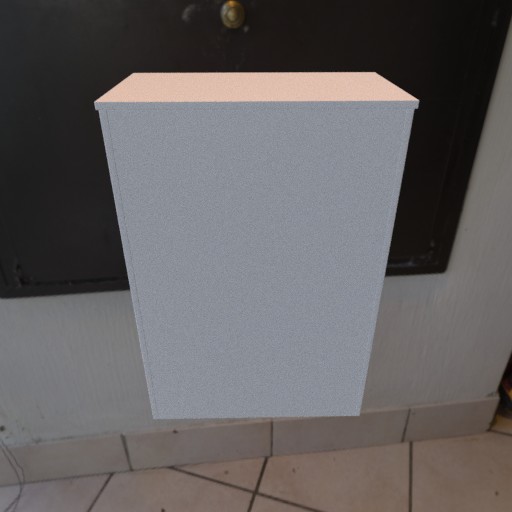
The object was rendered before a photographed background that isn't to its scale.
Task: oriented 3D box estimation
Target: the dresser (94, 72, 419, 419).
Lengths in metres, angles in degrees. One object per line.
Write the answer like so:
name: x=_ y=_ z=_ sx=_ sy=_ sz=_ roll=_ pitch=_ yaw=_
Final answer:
dresser: x=0.000 y=0.000 z=1.392 sx=0.704 sy=1.021 sz=0.401 roll=-1 pitch=31 yaw=-1
